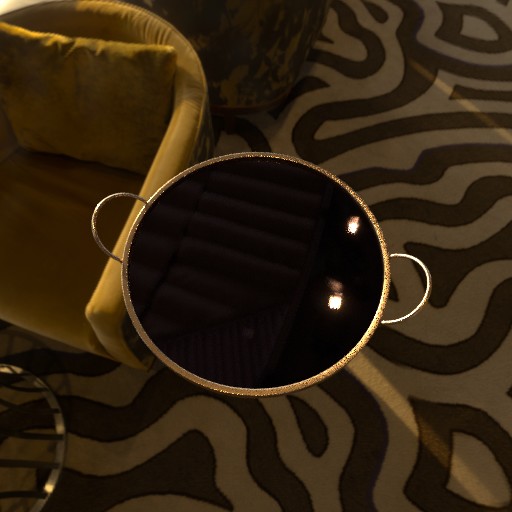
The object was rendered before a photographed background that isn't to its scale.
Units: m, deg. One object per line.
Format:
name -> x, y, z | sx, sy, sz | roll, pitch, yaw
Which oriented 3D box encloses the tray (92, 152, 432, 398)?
tray -> 0.000, 0.000, 0.722 | 0.543, 0.069, 0.438 | 13, 64, 6
